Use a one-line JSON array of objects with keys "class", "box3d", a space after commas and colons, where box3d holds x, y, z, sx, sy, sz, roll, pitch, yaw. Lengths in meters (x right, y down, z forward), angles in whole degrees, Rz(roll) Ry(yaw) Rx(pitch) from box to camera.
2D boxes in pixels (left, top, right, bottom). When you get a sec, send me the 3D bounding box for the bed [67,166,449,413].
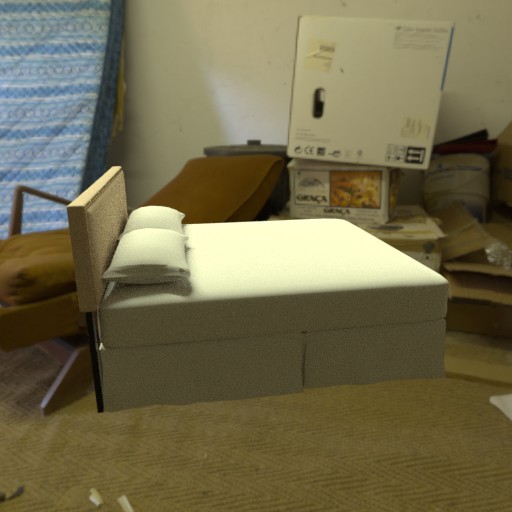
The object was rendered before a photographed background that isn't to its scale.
[{"class": "bed", "box3d": [0.000, 0.000, 2.864, 1.876, 1.016, 1.616, -3, 18, -10]}]
